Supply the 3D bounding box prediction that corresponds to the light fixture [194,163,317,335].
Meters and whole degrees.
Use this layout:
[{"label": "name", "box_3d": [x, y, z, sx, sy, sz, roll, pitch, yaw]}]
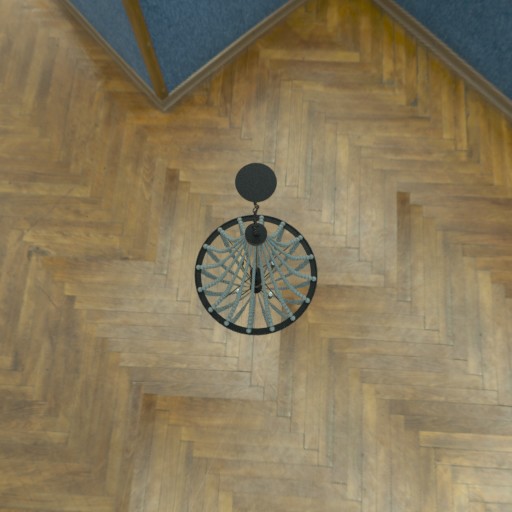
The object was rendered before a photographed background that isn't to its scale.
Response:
[{"label": "light fixture", "box_3d": [0.000, 0.000, 1.378, 0.450, 1.133, 0.450, 0, 76, 0]}]
